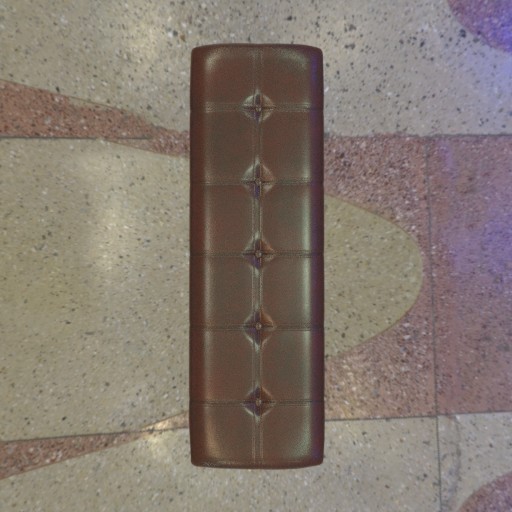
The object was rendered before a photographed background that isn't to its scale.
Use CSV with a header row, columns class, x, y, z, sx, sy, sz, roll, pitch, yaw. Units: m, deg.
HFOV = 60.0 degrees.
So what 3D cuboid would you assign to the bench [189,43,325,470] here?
class,x,y,z,sx,sy,sz,roll,pitch,yaw
bench,0.000,0.000,1.510,0.401,0.491,1.259,0,89,-1
